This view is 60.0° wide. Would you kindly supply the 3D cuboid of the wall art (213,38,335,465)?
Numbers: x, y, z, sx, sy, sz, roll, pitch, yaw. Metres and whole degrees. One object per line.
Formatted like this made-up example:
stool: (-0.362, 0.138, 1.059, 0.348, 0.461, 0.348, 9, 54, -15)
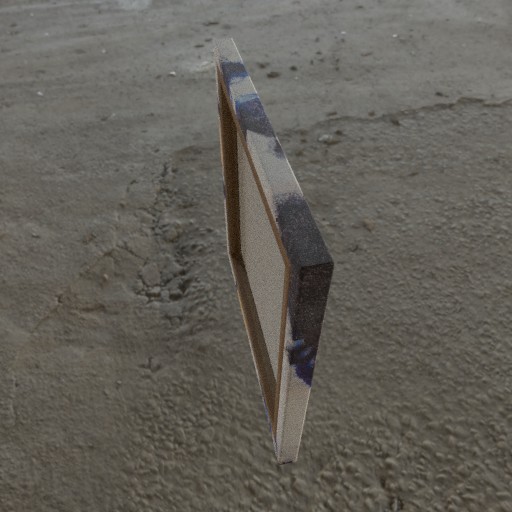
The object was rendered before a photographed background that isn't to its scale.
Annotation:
wall art: (0.000, 0.000, 0.885, 0.039, 0.609, 0.609, -9, 48, -8)
